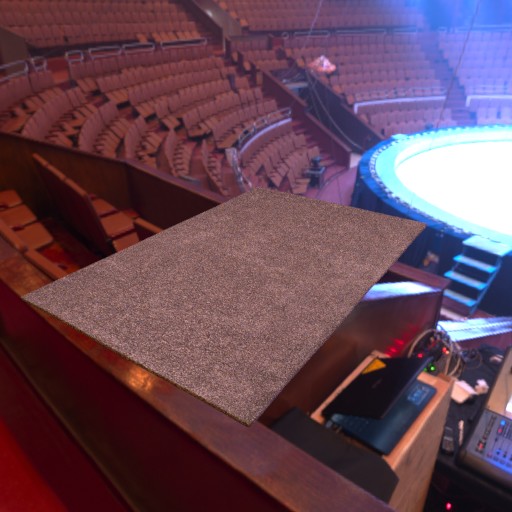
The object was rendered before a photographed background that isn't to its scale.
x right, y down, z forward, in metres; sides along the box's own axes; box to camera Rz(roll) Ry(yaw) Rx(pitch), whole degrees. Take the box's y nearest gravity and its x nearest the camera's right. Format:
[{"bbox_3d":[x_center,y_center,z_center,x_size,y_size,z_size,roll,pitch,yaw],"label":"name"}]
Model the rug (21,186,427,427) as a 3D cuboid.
[{"bbox_3d":[0.000,0.000,3.369,1.802,0.026,2.699,18,32,30],"label":"rug"}]
